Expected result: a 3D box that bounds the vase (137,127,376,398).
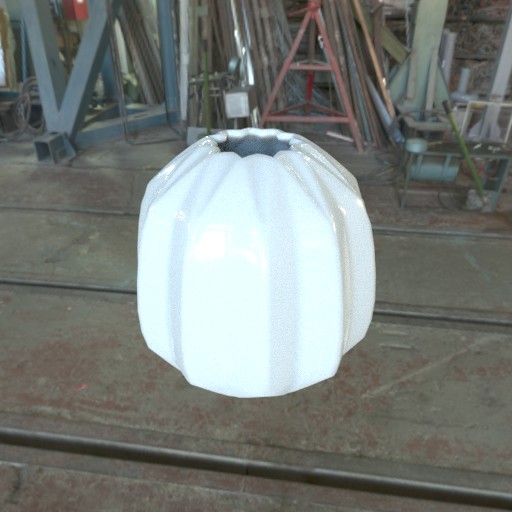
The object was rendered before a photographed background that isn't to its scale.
[{"bbox_3d":[0.000,0.000,0.255,0.139,0.134,0.139,0,31,0],"label":"vase"}]
